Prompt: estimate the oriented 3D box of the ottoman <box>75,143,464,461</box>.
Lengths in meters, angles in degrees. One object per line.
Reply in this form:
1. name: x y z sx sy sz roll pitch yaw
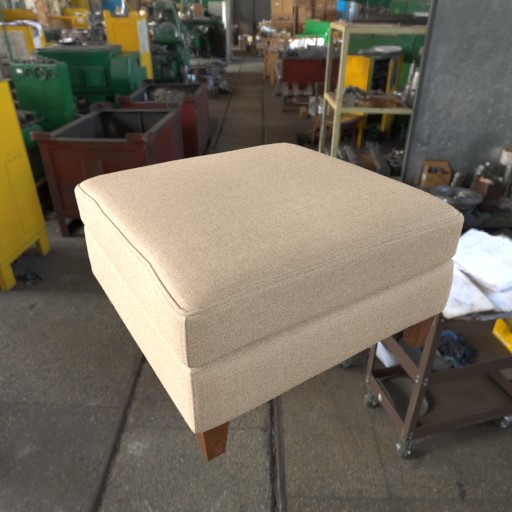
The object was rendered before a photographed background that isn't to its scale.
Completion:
1. ottoman: 0.000 0.000 1.361 0.838 0.503 0.838 -18 34 -28
